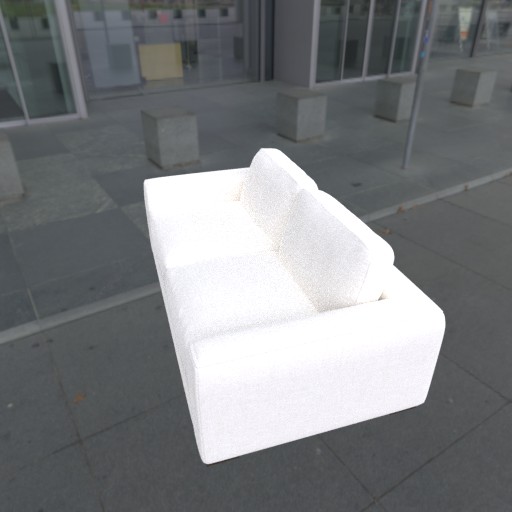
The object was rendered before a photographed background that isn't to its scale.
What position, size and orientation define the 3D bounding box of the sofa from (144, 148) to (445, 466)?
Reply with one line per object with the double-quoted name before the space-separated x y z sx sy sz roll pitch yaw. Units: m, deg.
"sofa" 0.000 0.000 2.509 1.069 0.801 1.920 -9 32 -15
